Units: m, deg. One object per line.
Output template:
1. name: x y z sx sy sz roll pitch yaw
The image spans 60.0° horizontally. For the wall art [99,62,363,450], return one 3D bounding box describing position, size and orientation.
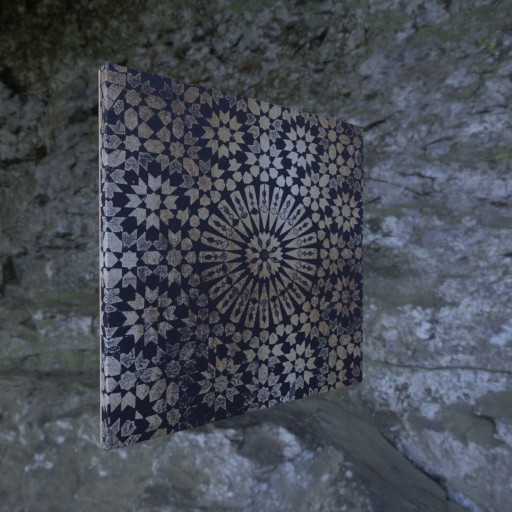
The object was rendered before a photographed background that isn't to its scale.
1. wall art: 0.000 0.000 0.893 0.612 0.612 0.038 -1 1 -37
